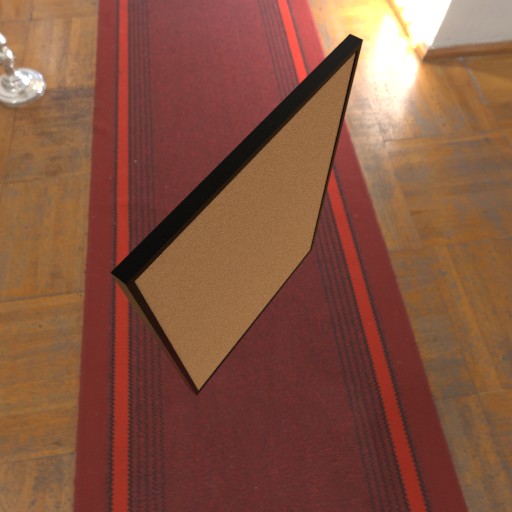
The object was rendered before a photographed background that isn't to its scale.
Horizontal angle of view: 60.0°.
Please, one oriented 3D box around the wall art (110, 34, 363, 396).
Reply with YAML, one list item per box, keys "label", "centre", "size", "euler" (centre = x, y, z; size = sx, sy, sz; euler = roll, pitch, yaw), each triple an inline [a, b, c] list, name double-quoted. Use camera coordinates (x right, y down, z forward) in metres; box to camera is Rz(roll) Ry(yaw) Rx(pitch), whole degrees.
- label: "wall art"
  centre: [0.000, 0.000, 1.393]
  size: [0.040, 1.062, 0.805]
  euler: [34, 67, 16]
